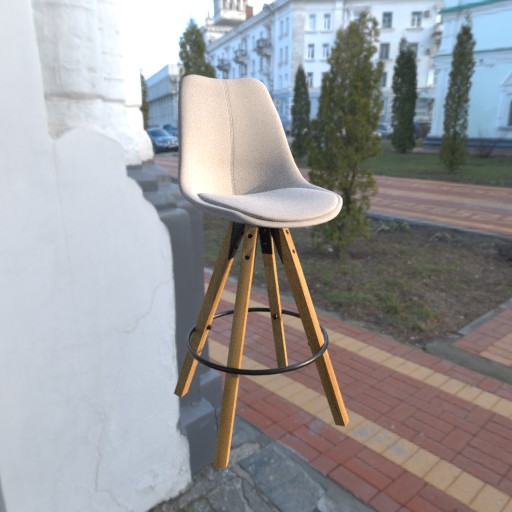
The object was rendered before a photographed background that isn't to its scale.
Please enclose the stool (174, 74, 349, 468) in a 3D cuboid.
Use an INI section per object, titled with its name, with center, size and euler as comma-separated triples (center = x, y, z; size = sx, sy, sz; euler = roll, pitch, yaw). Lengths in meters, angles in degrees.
[stool]
center = 0.000, 0.000, 1.414
size = 0.484, 1.115, 0.550
euler = -8, 18, -25
